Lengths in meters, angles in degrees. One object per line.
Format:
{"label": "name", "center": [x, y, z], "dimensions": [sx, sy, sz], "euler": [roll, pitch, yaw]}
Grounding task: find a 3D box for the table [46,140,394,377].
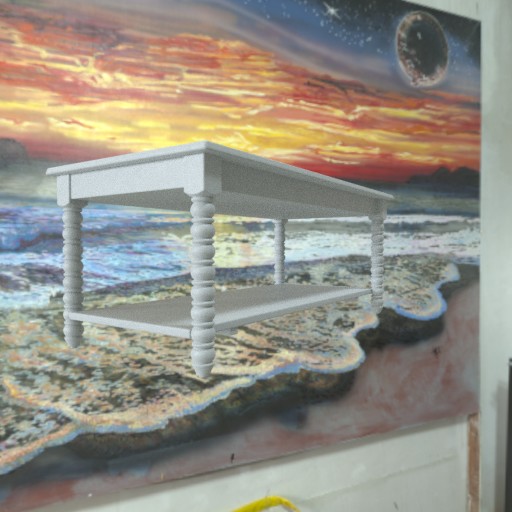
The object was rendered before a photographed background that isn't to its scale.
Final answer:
{"label": "table", "center": [0.000, 0.000, 1.516], "dimensions": [0.580, 0.487, 1.171], "euler": [1, 2, 35]}
